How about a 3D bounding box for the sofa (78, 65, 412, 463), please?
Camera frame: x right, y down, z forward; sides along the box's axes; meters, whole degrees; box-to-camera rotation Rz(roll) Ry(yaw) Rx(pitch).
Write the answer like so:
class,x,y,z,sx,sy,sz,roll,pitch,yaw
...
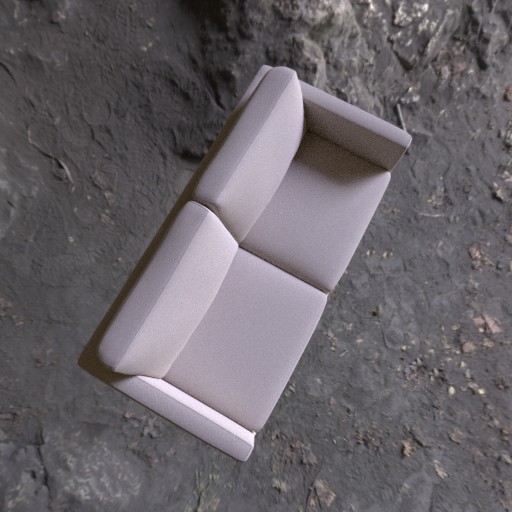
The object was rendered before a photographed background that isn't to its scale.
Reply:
class,x,y,z,sx,sy,sz,roll,pitch,yaw
sofa,0.000,0.000,2.274,0.873,0.888,1.722,28,78,6
